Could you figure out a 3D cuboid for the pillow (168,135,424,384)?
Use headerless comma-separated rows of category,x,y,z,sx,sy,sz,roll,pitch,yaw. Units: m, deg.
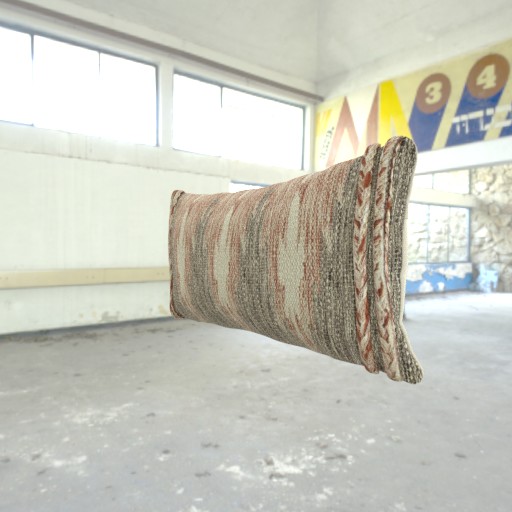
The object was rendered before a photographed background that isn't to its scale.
pillow,0.000,0.000,0.744,0.139,0.282,0.635,-1,1,-36
